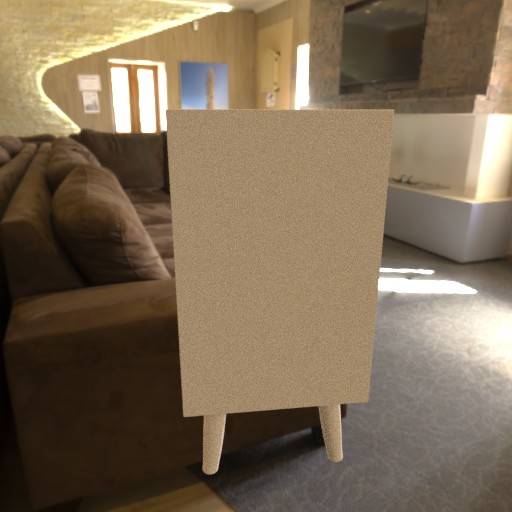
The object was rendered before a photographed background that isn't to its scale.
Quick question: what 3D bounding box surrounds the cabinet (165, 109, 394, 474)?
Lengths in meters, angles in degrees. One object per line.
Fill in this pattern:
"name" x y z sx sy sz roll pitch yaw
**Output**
"cabinet" 0.000 0.000 1.227 0.398 0.761 0.800 -2 18 -7
